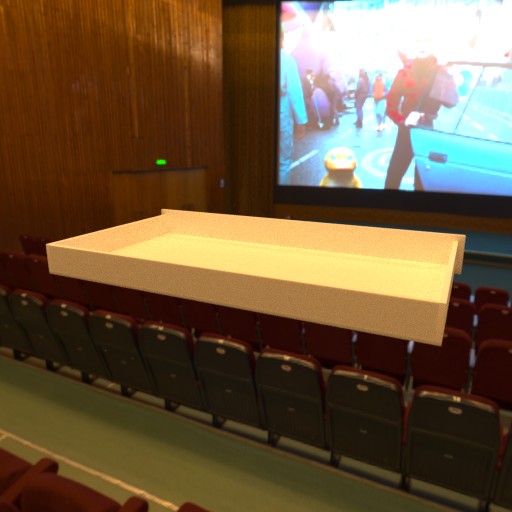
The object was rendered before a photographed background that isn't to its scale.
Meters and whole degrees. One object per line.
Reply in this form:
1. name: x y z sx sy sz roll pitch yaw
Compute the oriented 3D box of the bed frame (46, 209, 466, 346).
1. bed frame: 0.000 0.000 1.545 1.300 0.141 0.670 7 17 25
